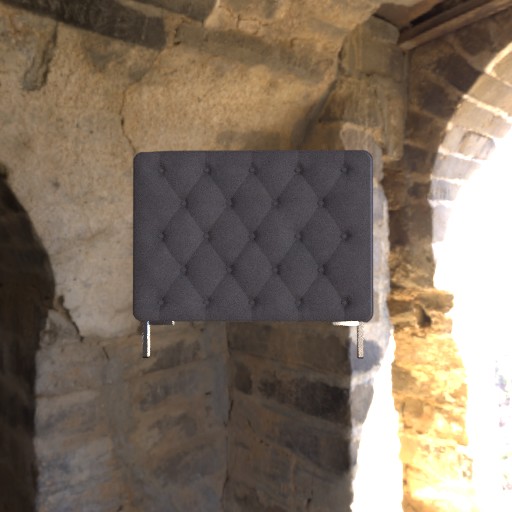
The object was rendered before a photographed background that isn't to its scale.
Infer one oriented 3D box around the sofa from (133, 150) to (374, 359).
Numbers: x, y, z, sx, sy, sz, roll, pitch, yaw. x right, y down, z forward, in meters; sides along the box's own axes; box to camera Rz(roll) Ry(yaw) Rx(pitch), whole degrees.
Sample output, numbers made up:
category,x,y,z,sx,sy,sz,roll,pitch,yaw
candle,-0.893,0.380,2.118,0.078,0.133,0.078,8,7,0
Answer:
category,x,y,z,sx,sy,sz,roll,pitch,yaw
sofa,0.000,0.000,2.685,0.895,0.771,2.209,0,-1,1
